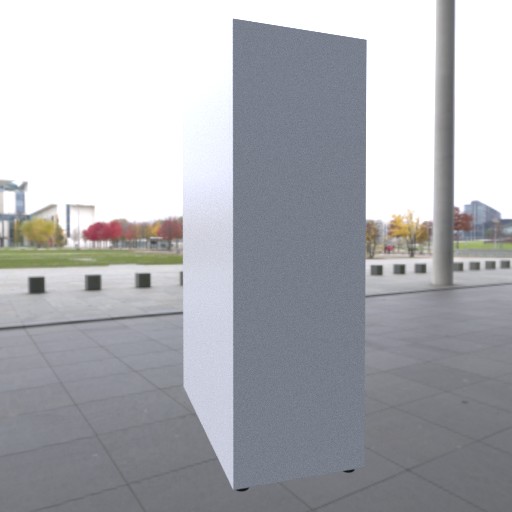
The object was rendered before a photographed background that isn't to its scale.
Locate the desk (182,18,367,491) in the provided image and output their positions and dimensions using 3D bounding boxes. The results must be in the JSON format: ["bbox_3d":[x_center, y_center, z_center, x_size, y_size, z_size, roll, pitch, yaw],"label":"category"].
[{"bbox_3d":[0.000,0.000,1.564,0.390,1.190,0.850,0,2,-18],"label":"desk"}]
